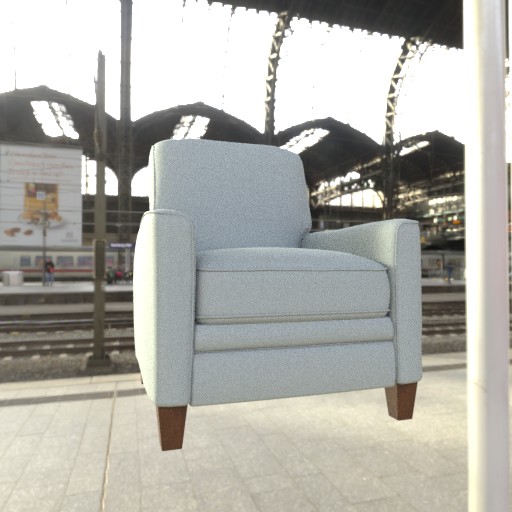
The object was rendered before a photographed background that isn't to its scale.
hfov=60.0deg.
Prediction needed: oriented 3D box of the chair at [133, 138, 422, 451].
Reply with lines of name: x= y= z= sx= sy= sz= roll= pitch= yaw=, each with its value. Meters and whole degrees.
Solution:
chair: x=0.000 y=0.000 z=1.605 sx=0.853 sy=1.007 sz=0.846 roll=0 pitch=-1 yaw=-18
